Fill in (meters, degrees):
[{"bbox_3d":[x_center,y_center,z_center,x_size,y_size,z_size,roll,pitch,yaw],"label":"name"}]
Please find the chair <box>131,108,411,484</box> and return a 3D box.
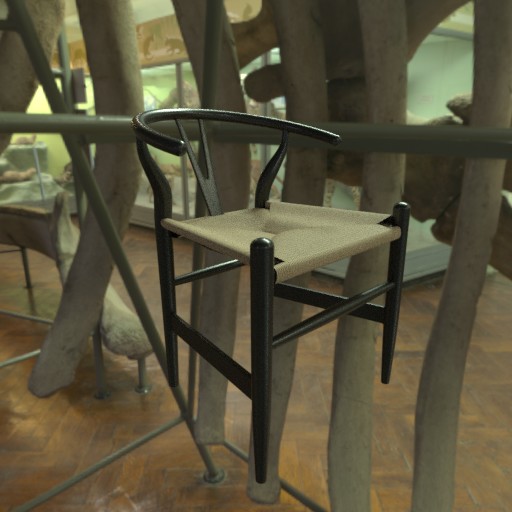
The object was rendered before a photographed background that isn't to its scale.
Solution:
[{"bbox_3d":[0.000,0.000,1.151,0.570,0.739,0.570,16,23,42],"label":"chair"}]
